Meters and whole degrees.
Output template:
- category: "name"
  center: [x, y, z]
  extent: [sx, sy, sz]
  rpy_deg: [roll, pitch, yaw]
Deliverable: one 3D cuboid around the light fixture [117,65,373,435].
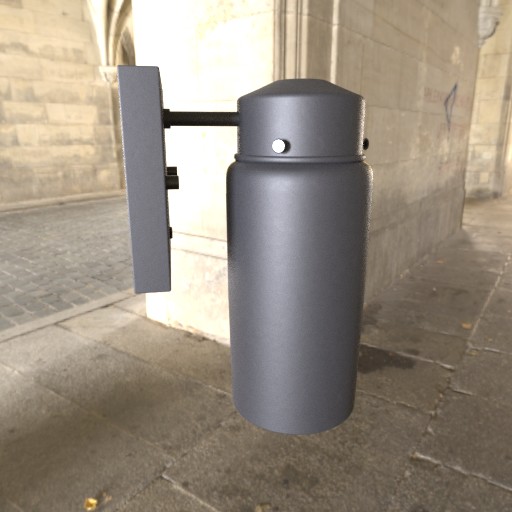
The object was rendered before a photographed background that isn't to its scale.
- category: "light fixture"
  center: [0.000, 0.000, 0.347]
  extent: [0.176, 0.257, 0.130]
  rpy_deg: [-3, 16, -10]
